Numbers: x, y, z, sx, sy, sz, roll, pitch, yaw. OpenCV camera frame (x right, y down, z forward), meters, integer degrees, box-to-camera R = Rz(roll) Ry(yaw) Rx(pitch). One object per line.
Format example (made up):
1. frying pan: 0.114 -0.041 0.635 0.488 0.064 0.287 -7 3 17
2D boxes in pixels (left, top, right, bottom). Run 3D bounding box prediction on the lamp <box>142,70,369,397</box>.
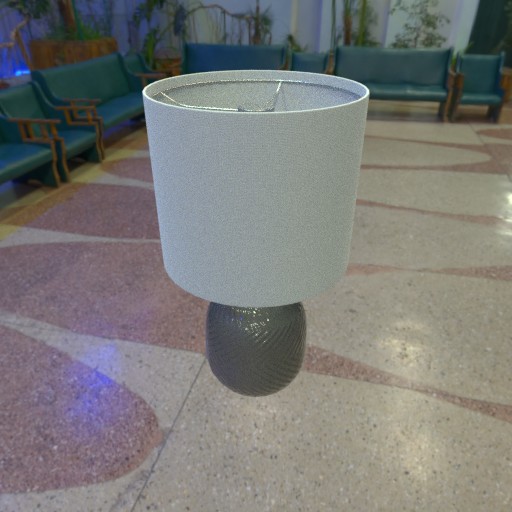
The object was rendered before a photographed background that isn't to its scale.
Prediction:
1. lamp: 0.000 0.000 0.506 0.207 0.366 0.207 9 32 14
